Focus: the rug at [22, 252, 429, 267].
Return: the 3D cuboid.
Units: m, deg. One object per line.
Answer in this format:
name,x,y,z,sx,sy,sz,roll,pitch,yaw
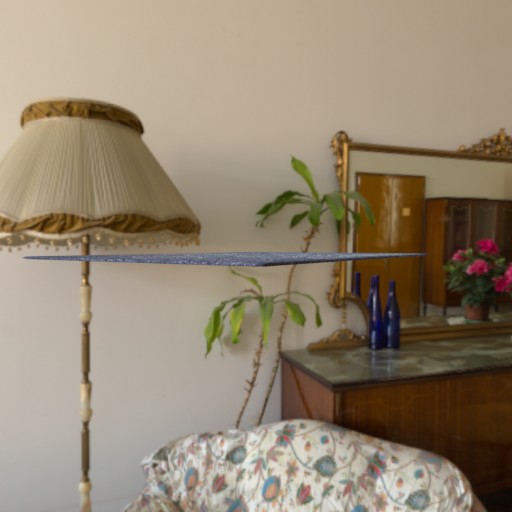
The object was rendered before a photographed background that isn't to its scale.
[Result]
rug,0.000,0.000,4.222,2.385,0.024,3.245,1,2,35
